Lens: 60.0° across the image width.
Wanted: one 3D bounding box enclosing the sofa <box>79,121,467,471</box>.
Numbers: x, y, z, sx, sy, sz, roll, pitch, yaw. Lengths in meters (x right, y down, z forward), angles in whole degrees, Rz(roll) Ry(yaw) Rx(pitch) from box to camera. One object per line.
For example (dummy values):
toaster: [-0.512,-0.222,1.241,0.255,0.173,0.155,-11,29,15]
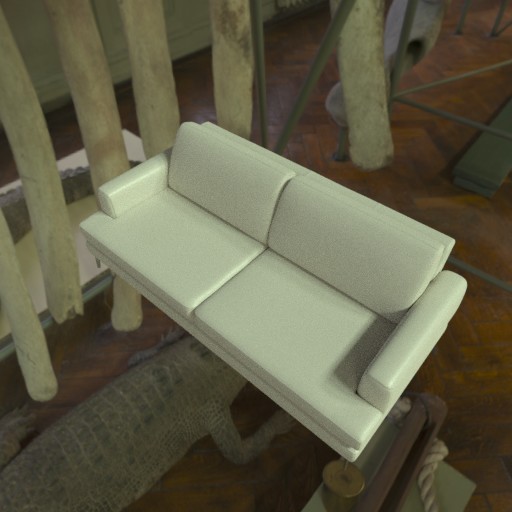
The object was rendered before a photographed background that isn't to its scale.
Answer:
sofa: [0.000,0.000,2.383,1.940,0.765,0.974,32,54,27]
